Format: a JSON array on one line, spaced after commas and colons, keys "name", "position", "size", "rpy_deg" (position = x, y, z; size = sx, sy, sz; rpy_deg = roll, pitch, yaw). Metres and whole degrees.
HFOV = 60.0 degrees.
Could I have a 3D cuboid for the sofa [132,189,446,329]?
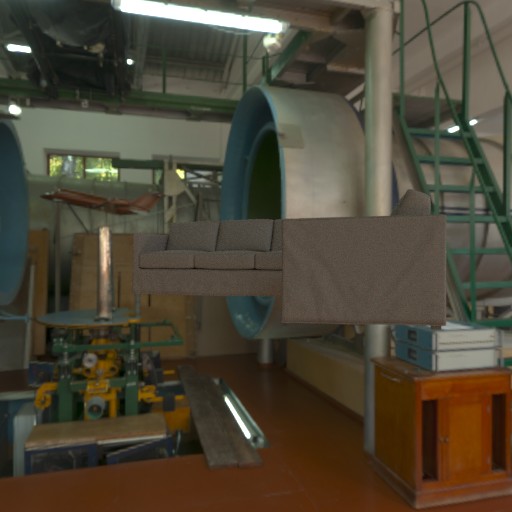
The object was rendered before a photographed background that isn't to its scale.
[{"name": "sofa", "position": [0.000, 0.000, 4.246], "size": [3.182, 0.871, 2.432], "rpy_deg": [0, 0, 19]}]
